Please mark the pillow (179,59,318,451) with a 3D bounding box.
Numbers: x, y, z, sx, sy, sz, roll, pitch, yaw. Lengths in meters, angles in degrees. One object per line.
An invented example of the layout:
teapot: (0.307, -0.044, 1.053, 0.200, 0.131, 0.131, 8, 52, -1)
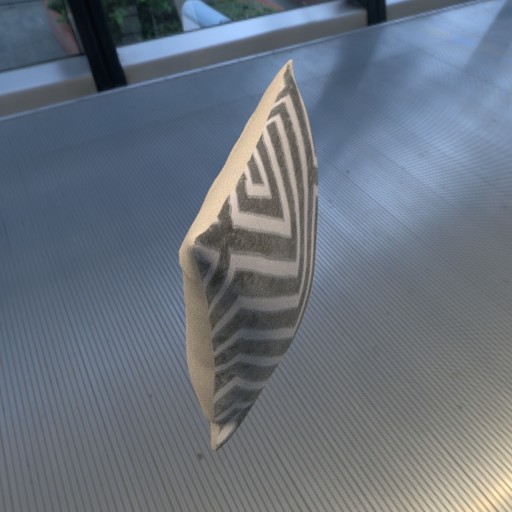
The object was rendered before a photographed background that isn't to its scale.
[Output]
pillow: (0.000, 0.000, 0.678, 0.182, 0.441, 0.440, 11, 47, 10)
